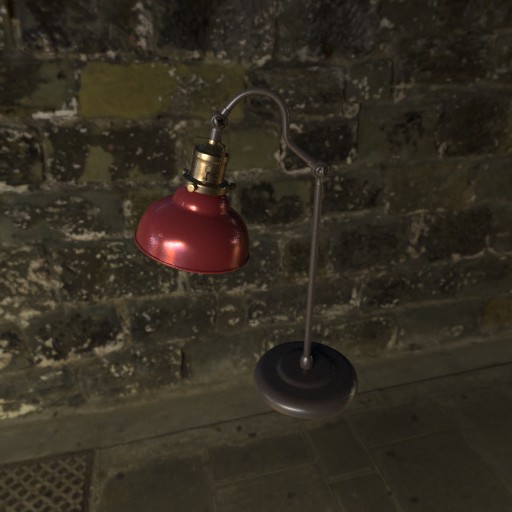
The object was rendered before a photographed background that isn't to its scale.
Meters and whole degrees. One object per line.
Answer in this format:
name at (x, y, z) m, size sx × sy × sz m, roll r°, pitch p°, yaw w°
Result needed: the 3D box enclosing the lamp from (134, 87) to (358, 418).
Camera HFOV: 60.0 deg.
lamp at (0.000, 0.000, 0.709) m, size 0.374 × 0.508 × 0.192 m, roll 0°, pitch 26°, yaw 0°
